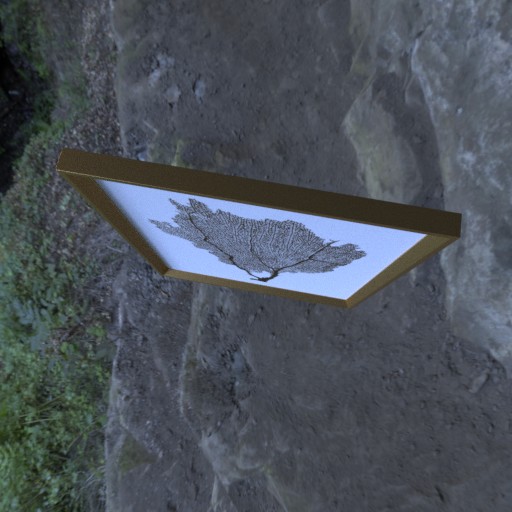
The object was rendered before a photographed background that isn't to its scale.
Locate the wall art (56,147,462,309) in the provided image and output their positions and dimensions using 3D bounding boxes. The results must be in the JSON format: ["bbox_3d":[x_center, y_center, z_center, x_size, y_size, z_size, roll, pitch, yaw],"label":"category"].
[{"bbox_3d":[0.000,0.000,1.030,0.610,0.762,0.038,10,76,3],"label":"wall art"}]
